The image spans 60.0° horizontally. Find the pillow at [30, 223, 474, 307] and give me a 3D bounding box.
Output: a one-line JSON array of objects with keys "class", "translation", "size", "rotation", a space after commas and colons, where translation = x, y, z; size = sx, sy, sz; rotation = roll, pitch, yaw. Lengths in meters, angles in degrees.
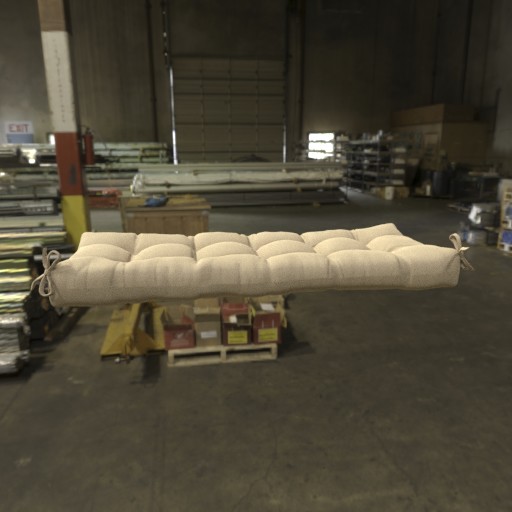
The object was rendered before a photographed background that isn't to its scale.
[{"class": "pillow", "translation": [0.000, 0.000, 1.347], "size": [1.194, 0.174, 0.511], "rotation": [-2, 14, -9]}]
